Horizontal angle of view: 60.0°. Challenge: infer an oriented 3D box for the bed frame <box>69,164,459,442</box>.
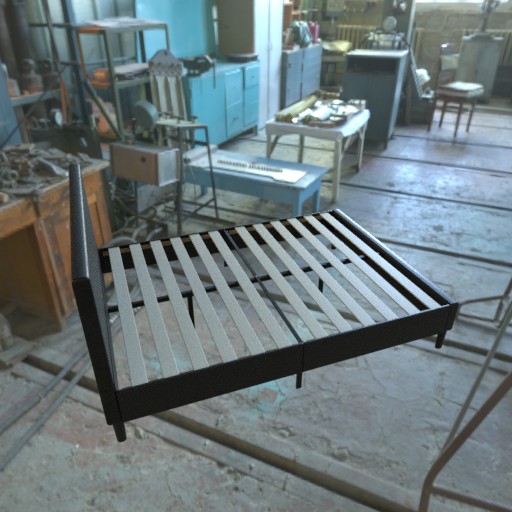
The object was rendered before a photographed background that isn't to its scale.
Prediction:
[{"bbox_3d":[0.000,0.000,3.207,2.318,1.127,1.634,-11,32,-17],"label":"bed frame"}]
